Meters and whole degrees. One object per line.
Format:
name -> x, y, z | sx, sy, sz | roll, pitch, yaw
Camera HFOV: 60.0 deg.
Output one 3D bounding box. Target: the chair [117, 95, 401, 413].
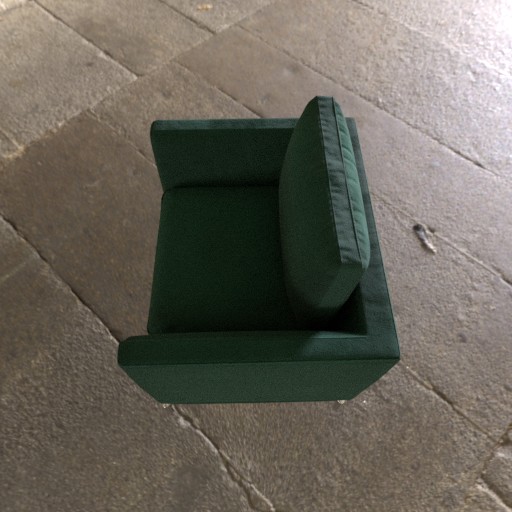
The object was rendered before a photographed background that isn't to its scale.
chair -> 0.000, 0.000, 1.779 | 0.852, 0.997, 1.047 | -1, 59, -1
